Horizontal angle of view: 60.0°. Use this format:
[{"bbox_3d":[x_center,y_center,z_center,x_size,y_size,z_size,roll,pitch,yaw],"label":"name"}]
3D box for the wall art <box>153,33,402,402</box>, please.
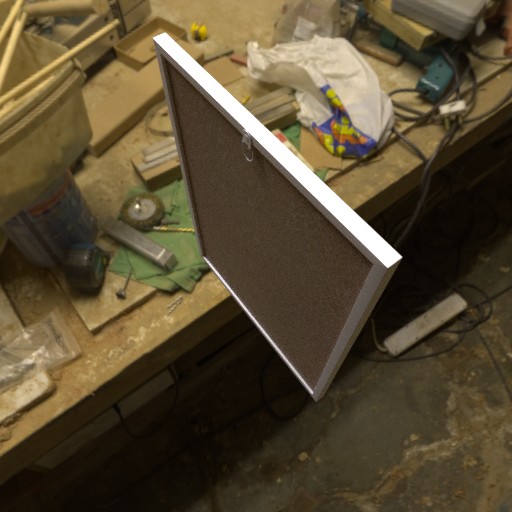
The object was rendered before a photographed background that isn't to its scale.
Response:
[{"bbox_3d":[0.000,0.000,1.387,0.042,1.056,0.805,-33,65,-18],"label":"wall art"}]
